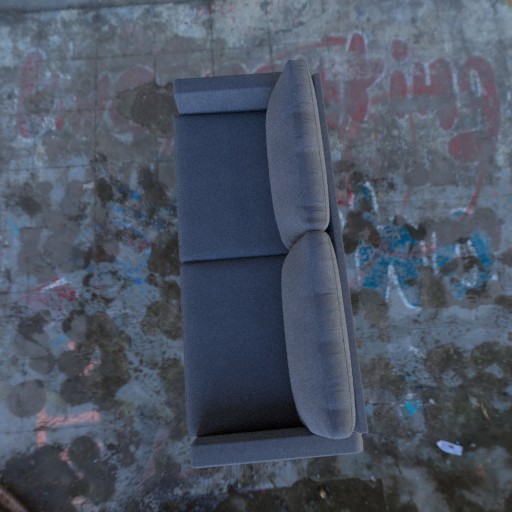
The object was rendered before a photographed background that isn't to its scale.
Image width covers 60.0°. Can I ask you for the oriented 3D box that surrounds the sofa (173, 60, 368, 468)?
[{"bbox_3d":[0.000,0.000,2.526,0.880,0.880,2.100,-5,77,-1],"label":"sofa"}]
